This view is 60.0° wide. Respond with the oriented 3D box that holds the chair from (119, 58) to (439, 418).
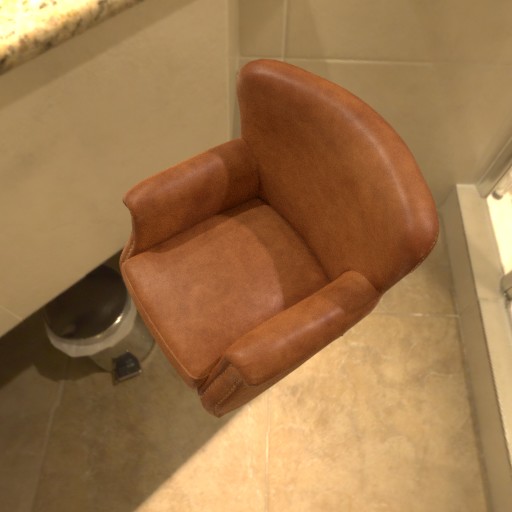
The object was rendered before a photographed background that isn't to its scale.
[{"bbox_3d":[0.000,0.000,1.625,0.921,0.936,0.861,-32,67,-15],"label":"chair"}]
